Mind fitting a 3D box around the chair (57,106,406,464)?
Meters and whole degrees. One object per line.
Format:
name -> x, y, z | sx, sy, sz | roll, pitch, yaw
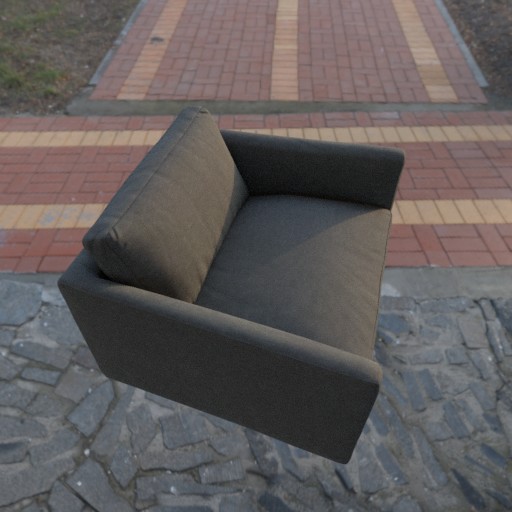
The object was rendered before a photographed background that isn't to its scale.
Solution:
chair -> 0.000, 0.000, 1.851 | 1.091, 0.845, 1.190 | 12, 48, 11
